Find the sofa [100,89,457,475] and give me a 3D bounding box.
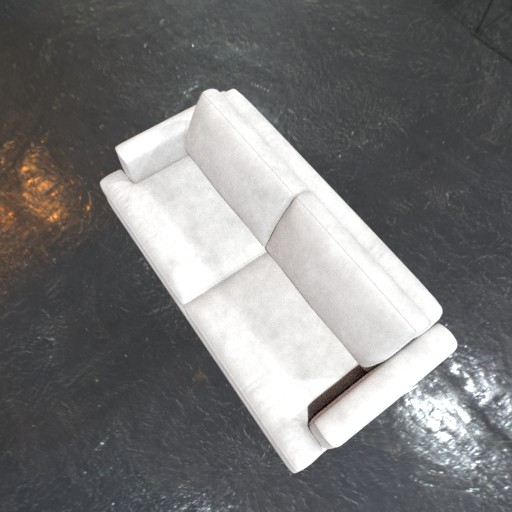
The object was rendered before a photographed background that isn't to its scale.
[{"bbox_3d":[0.000,0.000,2.452,0.980,0.830,2.013,-33,69,-15],"label":"sofa"}]
